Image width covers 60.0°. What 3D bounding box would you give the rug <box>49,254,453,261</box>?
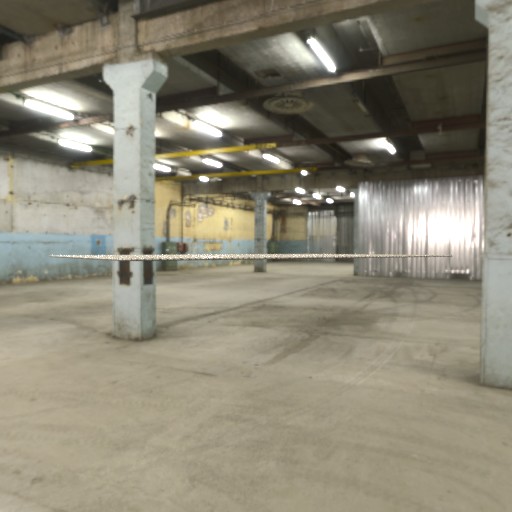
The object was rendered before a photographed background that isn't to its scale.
[{"bbox_3d":[0.000,0.000,2.273,1.752,0.008,1.144,0,1,-36],"label":"rug"}]
